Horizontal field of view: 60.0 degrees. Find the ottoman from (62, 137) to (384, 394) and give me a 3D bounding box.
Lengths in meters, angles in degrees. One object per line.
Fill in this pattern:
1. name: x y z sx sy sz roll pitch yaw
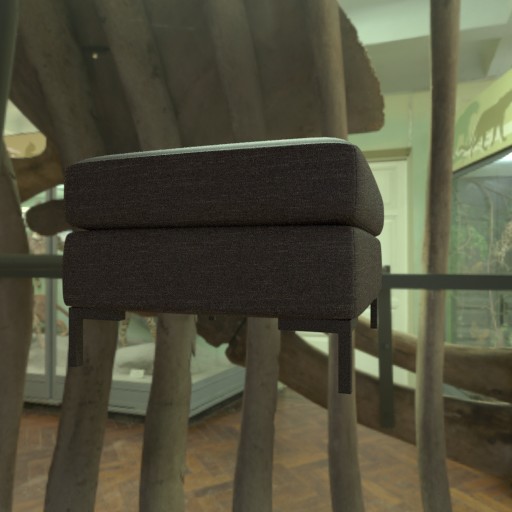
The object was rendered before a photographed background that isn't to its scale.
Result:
1. ottoman: 0.000 0.000 1.248 0.671 0.490 0.820 0 0 19
